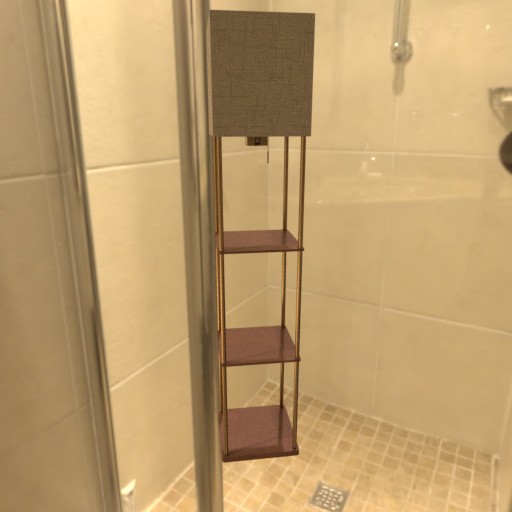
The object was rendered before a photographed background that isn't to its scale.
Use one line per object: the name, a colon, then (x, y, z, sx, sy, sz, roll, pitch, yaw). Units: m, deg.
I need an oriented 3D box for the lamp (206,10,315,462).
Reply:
lamp: (0.000, 0.000, 1.654, 0.310, 1.569, 0.308, -2, 17, -8)
